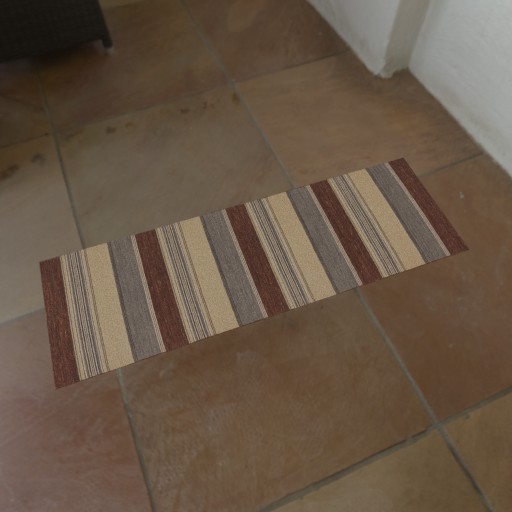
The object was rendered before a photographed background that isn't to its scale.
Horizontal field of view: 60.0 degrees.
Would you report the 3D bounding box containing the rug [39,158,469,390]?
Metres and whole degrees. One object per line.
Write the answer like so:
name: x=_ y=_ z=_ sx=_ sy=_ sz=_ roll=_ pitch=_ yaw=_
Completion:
rug: x=0.000 y=0.000 z=2.641 sx=2.437 sy=0.006 sz=0.792 roll=-17 pitch=61 yaw=-10
